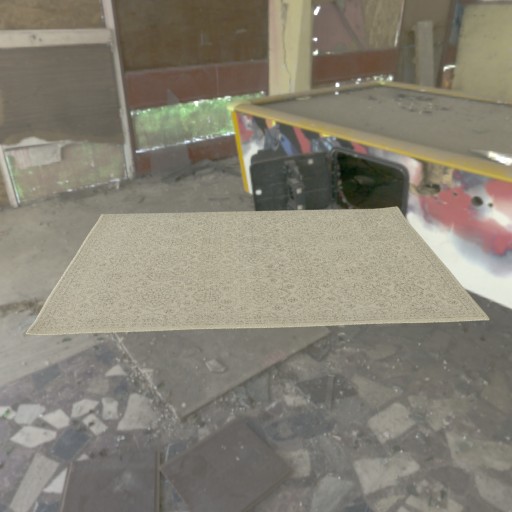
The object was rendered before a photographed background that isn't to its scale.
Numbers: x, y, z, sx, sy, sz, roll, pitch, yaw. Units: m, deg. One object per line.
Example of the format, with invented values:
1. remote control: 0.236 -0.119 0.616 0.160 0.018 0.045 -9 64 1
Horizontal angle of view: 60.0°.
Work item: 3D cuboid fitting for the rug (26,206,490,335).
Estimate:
1. rug: 0.000 0.000 2.373 1.947 0.023 1.214 -1 29 -2
